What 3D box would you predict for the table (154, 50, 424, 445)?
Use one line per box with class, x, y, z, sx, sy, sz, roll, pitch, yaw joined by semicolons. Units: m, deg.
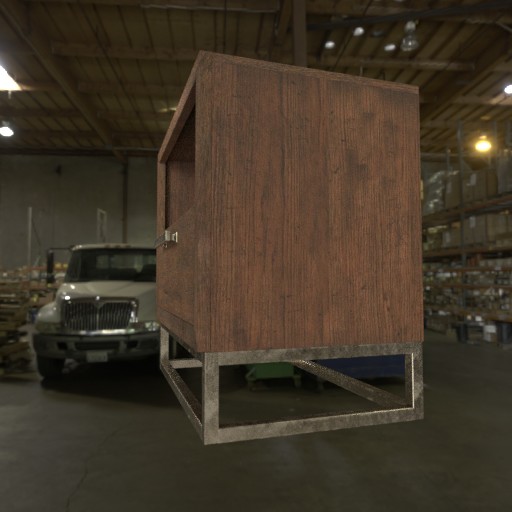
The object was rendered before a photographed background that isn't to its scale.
table;0.000;0.000;1.269;0.542;0.746;0.767;1;-3;-18
